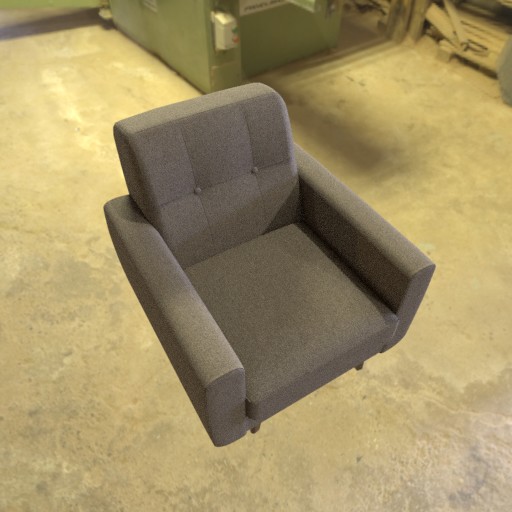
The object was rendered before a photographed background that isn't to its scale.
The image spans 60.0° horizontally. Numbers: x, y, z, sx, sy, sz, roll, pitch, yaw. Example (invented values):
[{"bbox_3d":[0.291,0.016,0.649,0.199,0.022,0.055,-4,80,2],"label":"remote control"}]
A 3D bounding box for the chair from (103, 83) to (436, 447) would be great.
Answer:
[{"bbox_3d":[0.000,0.000,1.583,0.831,0.839,0.907,-24,51,-21],"label":"chair"}]
